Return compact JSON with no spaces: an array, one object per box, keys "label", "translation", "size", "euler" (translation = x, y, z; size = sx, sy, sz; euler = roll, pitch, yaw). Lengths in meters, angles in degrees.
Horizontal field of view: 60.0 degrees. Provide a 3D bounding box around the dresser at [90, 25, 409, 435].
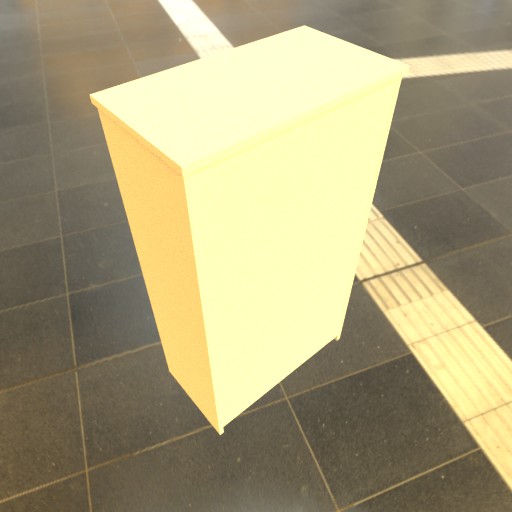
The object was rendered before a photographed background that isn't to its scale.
[{"label":"dresser","translation":[0.000,0.000,1.542],"size":[0.704,1.255,0.399],"euler":[-31,53,-27]}]
